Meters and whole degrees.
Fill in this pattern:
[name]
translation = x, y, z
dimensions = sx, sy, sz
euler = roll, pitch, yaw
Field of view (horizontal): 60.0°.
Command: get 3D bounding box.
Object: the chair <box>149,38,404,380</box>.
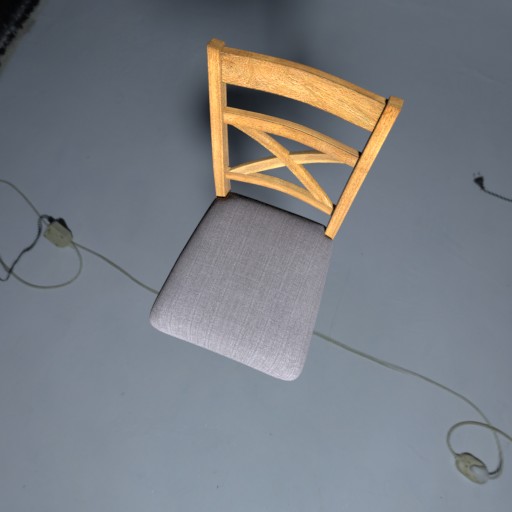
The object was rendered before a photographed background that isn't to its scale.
[chair]
translation = 0.000, 0.000, 1.265
dimensions = 0.470, 0.949, 0.581
euler = 20, 75, 6
